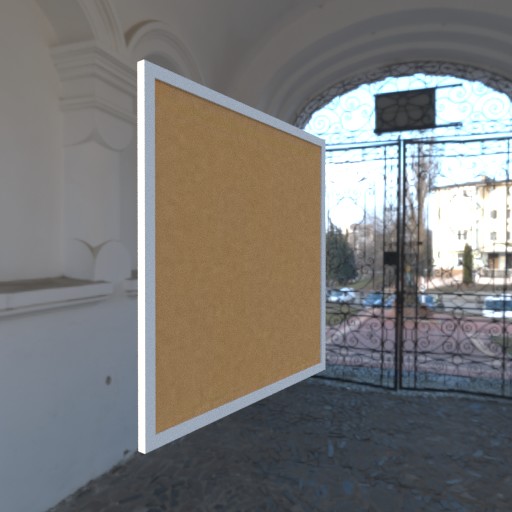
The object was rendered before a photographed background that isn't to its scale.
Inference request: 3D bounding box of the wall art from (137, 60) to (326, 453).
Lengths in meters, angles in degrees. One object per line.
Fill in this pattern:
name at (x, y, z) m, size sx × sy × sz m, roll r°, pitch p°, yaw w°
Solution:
wall art at (0.000, 0.000, 0.703) m, size 0.012 × 0.457 × 0.457 m, roll 0°, pitch 1°, yaw 36°
